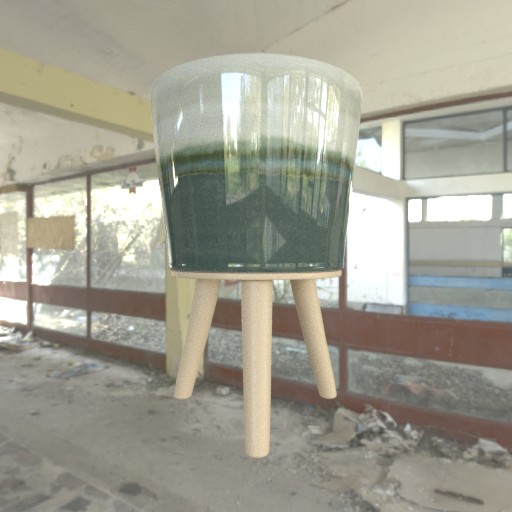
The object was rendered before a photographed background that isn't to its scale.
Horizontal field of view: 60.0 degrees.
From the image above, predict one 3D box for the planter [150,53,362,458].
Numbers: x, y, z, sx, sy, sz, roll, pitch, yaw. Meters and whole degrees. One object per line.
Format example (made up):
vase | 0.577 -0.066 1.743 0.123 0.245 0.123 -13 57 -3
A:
planter | 0.000 0.000 0.465 0.217 0.331 0.217 0 0 -18
